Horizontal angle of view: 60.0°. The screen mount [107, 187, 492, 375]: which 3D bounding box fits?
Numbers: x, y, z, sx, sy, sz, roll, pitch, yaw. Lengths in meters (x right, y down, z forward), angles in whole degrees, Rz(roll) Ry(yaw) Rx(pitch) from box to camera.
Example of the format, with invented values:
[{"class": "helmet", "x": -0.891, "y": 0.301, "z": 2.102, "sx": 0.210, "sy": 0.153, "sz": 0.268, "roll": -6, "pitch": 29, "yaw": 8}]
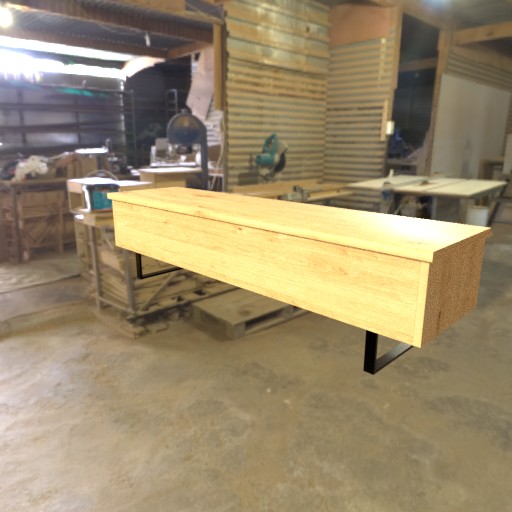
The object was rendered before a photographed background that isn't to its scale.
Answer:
[{"class": "screen mount", "x": 0.000, "y": 0.000, "z": 1.901, "sx": 1.700, "sy": 0.430, "sz": 0.450, "roll": 14, "pitch": 21, "yaw": 43}]
